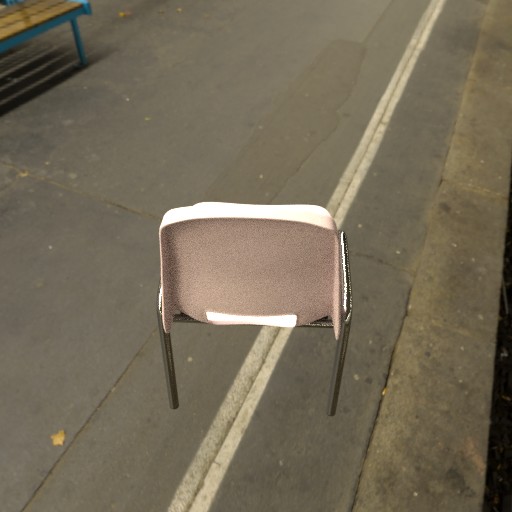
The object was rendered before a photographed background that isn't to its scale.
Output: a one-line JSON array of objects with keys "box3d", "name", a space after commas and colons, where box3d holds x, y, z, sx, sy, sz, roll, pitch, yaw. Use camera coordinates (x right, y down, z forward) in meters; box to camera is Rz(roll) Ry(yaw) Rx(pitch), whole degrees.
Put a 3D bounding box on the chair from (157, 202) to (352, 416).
[{"box3d": [0.000, 0.000, 0.799, 0.354, 0.537, 0.385, 2, 47, 2], "name": "chair"}]
